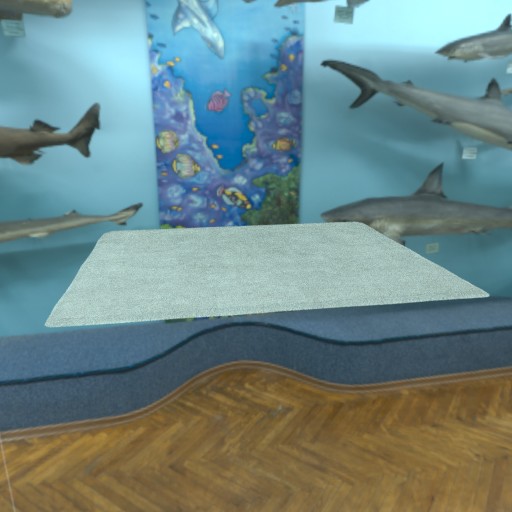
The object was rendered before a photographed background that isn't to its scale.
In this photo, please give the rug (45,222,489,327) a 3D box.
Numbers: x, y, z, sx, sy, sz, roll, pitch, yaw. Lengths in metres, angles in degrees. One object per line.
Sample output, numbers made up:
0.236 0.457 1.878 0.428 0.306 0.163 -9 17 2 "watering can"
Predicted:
0.000 0.000 3.896 2.933 0.027 2.332 -3 17 -9 "rug"
